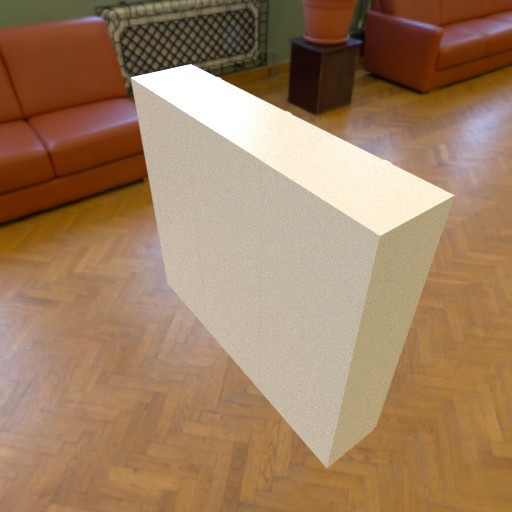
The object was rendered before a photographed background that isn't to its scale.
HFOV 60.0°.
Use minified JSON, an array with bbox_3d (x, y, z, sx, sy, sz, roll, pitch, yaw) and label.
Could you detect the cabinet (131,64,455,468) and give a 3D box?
[{"bbox_3d":[0.000,0.000,3.773,0.590,2.370,2.700,-26,47,-27],"label":"cabinet"}]
